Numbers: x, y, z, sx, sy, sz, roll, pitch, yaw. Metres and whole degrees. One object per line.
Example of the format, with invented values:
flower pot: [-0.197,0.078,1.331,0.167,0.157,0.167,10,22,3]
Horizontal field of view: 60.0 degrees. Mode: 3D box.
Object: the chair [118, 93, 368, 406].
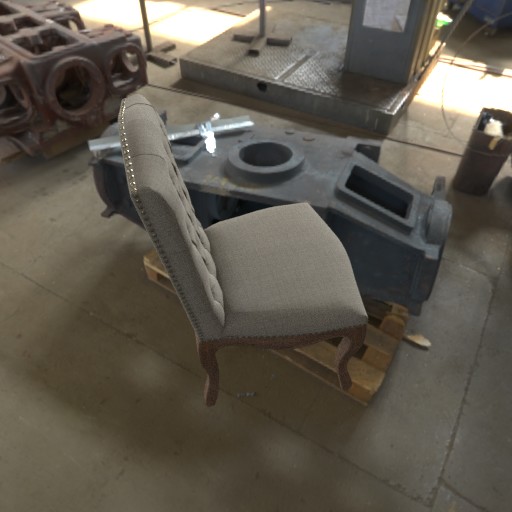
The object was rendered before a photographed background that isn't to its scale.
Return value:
chair: [0.000,0.000,1.620,0.731,1.191,0.637,-10,47,-10]
